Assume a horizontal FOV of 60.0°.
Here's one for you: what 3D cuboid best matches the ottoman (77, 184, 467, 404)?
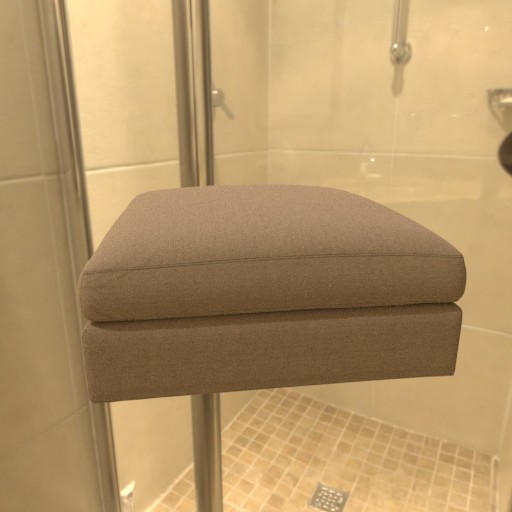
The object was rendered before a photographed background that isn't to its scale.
[{"bbox_3d":[0.000,0.000,1.631,1.041,0.470,1.041,-2,17,-8],"label":"ottoman"}]
